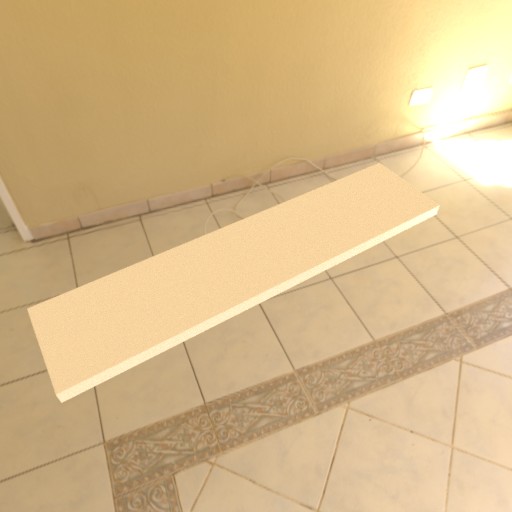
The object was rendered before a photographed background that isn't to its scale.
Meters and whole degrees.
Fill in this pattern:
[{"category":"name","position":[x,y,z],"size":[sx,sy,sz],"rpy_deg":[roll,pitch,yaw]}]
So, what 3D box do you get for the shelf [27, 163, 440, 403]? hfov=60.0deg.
[{"category":"shelf","position":[0.000,0.000,0.648],"size":[0.610,0.020,0.140],"rpy_deg":[-24,51,-21]}]
